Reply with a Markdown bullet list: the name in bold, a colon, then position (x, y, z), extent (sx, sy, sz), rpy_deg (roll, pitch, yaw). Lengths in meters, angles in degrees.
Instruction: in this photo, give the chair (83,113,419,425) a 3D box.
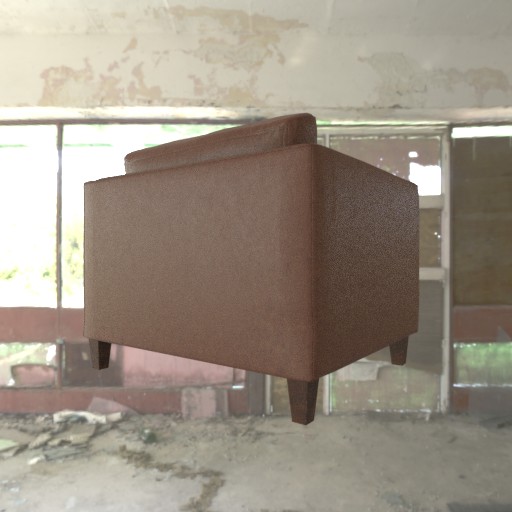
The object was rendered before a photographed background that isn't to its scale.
- **chair**: position (0.000, 0.000, 1.852), extent (1.107, 0.917, 0.959), rpy_deg (0, 1, 37)
